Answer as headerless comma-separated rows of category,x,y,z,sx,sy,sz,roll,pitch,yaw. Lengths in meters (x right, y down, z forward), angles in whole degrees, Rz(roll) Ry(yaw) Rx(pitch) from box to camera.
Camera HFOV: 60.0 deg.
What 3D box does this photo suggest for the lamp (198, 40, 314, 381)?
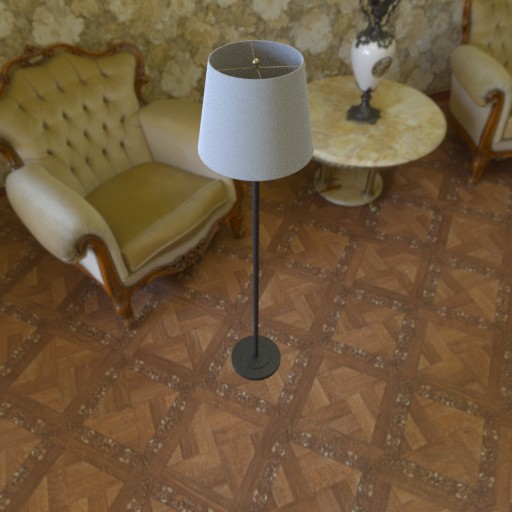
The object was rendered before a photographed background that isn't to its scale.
lamp,0.000,0.000,1.676,0.348,1.473,0.348,17,48,16
